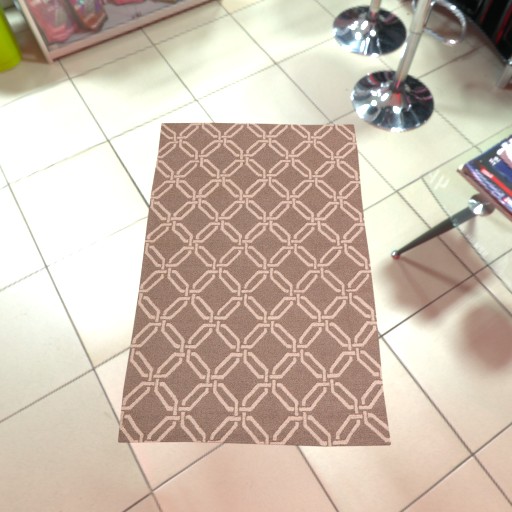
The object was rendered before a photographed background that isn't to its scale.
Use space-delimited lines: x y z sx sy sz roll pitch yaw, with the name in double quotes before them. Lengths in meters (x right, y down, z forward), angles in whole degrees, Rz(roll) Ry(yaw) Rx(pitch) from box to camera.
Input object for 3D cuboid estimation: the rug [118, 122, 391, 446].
"rug" 0.000 0.000 2.218 1.142 0.010 1.748 0 64 0
